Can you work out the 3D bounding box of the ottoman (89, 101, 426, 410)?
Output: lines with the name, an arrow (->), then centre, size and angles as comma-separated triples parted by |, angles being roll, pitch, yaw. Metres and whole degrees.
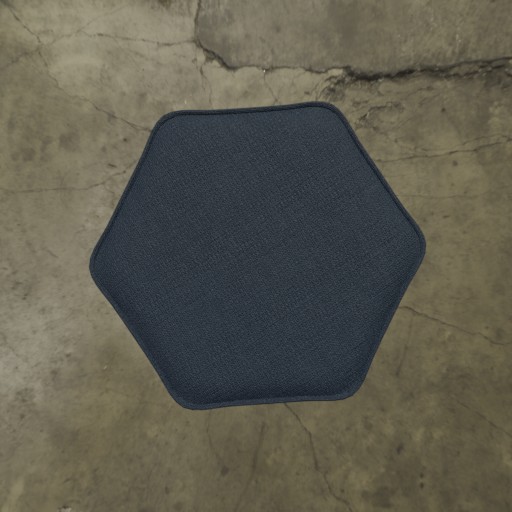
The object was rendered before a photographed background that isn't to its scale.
ottoman -> 0.000, 0.000, 0.876 | 0.492, 0.505, 0.454 | 0, 90, 0
